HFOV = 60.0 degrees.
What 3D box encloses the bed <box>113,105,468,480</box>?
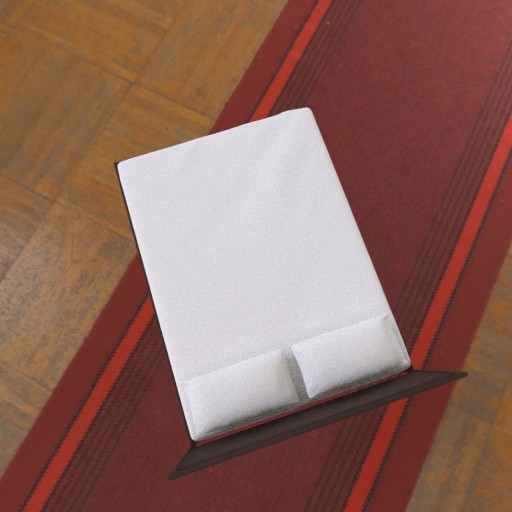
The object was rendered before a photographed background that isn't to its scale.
[{"bbox_3d":[0.000,0.000,2.989,1.572,1.173,2.122,-18,77,-4],"label":"bed"}]
